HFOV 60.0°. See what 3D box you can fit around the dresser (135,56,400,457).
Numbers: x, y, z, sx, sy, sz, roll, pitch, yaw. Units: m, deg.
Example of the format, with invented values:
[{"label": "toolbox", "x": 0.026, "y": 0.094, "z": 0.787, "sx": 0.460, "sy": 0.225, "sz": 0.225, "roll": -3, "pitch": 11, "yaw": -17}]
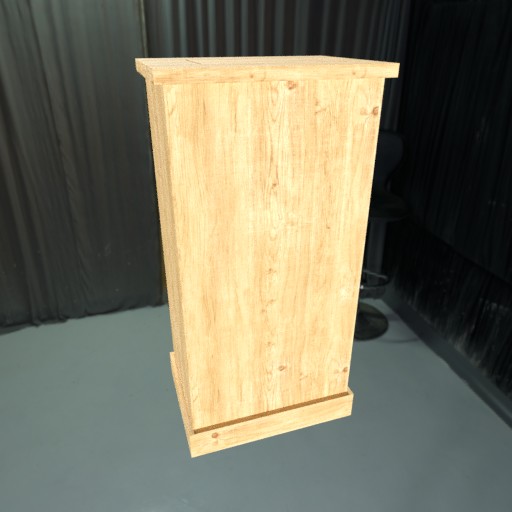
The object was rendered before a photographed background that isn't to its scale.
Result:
[{"label": "dresser", "x": 0.000, "y": 0.000, "z": 1.290, "sx": 0.531, "sy": 1.041, "sz": 0.390, "roll": -8, "pitch": 28, "yaw": -16}]
